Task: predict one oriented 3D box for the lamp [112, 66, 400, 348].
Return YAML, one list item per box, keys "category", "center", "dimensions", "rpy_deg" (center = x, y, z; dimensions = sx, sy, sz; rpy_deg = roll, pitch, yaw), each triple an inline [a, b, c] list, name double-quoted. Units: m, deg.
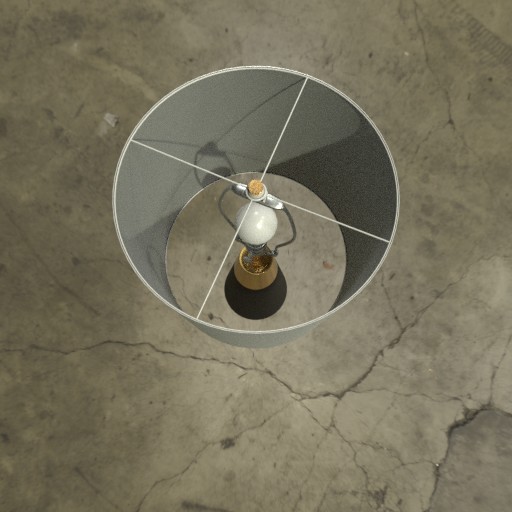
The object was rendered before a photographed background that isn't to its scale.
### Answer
- category: "lamp"
  center: [0.000, 0.000, 0.751]
  dimensions: [0.308, 0.580, 0.308]
  rpy_deg: [22, 76, 6]
